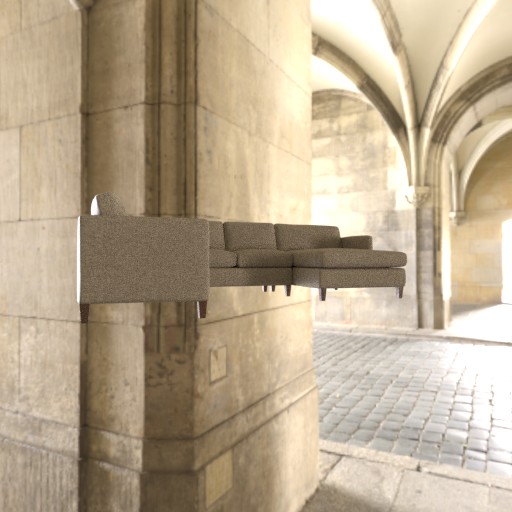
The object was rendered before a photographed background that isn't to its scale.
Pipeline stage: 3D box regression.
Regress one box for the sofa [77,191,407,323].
[{"bbox_3d":[0.000,0.000,4.764,3.460,0.959,2.593,0,-1,-19],"label":"sofa"}]
